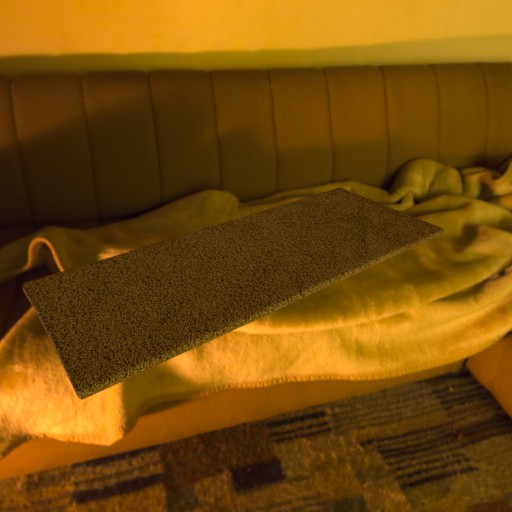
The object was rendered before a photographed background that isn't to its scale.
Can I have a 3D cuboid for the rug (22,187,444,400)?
[{"bbox_3d":[0.000,0.000,1.681,1.524,0.030,0.609,-20,35,-31],"label":"rug"}]
